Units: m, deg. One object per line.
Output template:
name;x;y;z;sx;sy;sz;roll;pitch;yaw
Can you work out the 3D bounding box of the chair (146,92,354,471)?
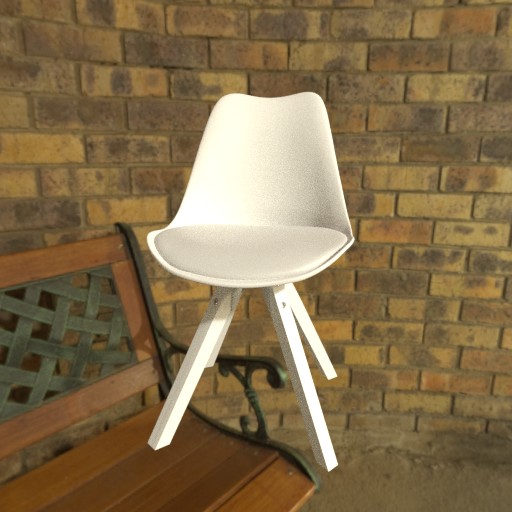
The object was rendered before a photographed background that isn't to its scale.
chair;0.000;0.000;1.147;0.485;0.850;0.550;2;14;10
